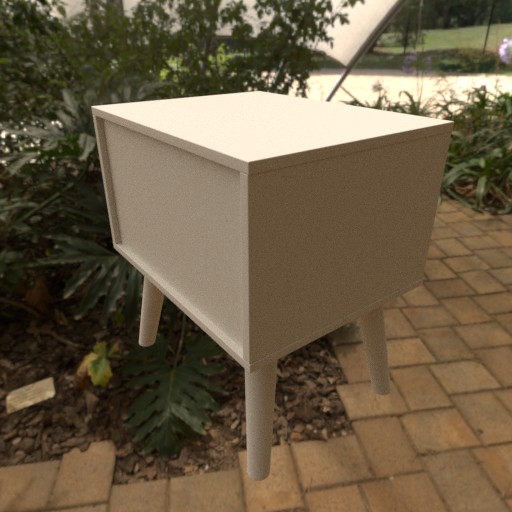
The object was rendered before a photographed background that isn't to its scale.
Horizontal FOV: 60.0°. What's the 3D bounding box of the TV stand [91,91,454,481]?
[{"bbox_3d":[0.000,0.000,0.900,0.405,0.559,0.508,-19,32,-33],"label":"TV stand"}]
